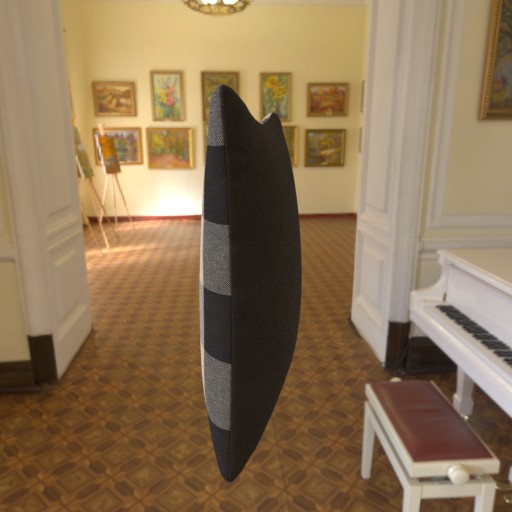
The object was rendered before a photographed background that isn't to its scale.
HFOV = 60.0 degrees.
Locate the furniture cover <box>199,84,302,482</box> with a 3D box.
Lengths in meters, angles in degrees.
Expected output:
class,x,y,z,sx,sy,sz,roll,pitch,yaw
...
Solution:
class,x,y,z,sx,sy,sz,roll,pitch,yaw
furniture cover,0.000,0.000,0.778,0.161,0.509,0.511,2,15,8
